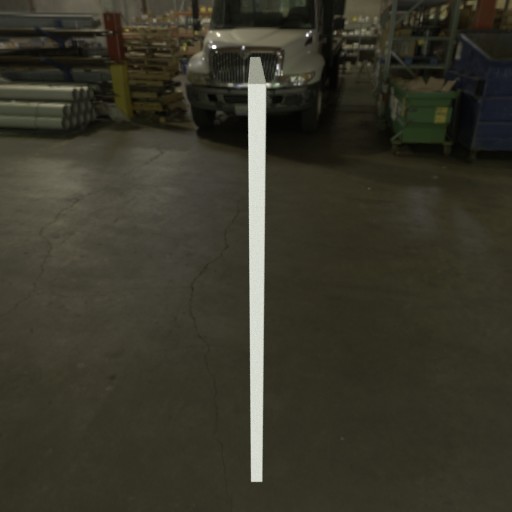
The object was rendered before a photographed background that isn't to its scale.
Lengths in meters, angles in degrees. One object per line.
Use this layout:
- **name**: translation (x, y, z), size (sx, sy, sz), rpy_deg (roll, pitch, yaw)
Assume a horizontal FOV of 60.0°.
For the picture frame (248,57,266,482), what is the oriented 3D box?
- **picture frame**: translation (0.000, 0.000, 0.551), size (0.013, 0.434, 0.305), rpy_deg (0, 27, 0)
